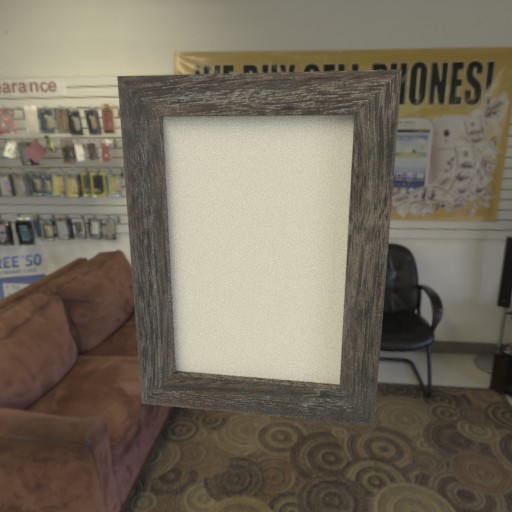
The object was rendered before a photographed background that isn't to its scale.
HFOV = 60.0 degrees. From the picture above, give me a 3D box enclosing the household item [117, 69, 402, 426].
[{"bbox_3d":[0.000,0.000,0.237,0.133,0.180,0.020,2,15,9],"label":"household item"}]
